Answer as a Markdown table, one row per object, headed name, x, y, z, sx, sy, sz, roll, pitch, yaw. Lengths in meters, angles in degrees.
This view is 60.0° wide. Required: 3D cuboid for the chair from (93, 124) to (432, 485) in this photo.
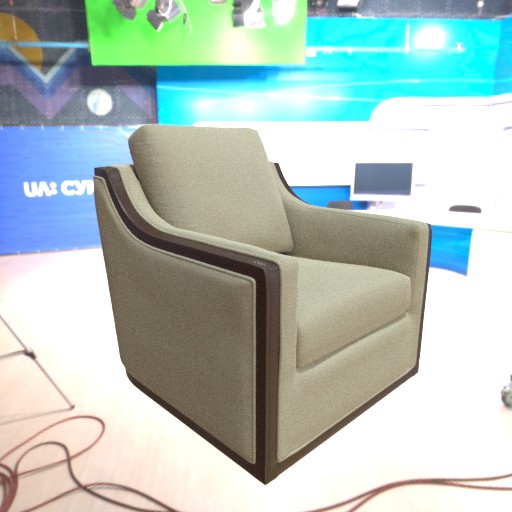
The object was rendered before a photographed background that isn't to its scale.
| name | x | y | z | sx | sy | sz | roll | pitch | yaw |
| --- | --- | --- | --- | --- | --- | --- | --- | --- | --- |
| chair | 0.000 | 0.000 | 1.626 | 0.870 | 0.930 | 0.950 | -13 | 20 | -42 |
